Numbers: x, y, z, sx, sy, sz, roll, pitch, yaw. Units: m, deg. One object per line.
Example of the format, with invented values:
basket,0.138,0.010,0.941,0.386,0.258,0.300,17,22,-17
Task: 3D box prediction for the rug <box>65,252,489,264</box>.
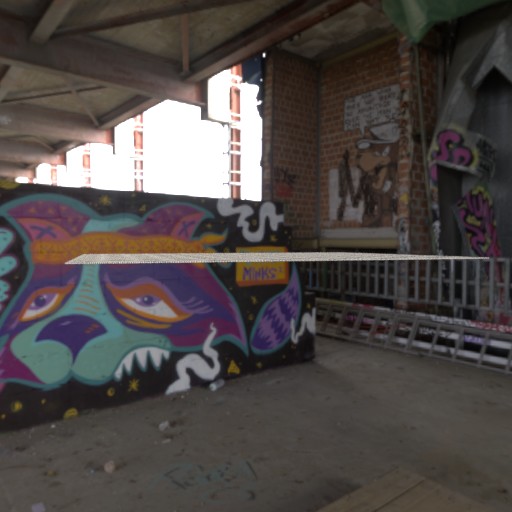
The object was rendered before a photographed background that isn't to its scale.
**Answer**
rug,0.000,0.000,4.071,3.061,0.010,2.330,-1,2,-19
